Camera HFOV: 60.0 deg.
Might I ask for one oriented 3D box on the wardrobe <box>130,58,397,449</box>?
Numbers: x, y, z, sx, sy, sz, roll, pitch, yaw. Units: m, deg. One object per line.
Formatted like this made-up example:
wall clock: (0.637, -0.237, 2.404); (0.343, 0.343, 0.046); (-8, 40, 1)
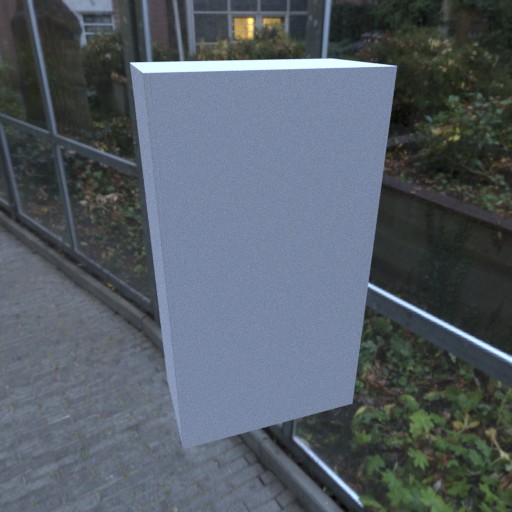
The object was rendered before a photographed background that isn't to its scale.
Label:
wardrobe: (0.000, 0.000, 2.271); (0.991, 1.808, 0.577); (-9, 28, -17)
